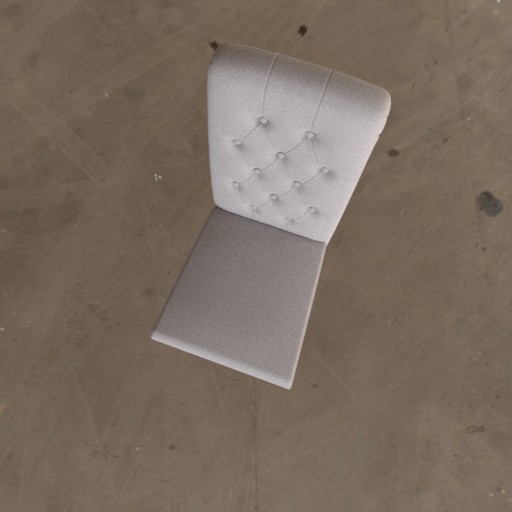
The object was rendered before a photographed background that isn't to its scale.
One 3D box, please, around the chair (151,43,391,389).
[{"bbox_3d":[0.000,0.000,1.351,0.456,1.006,0.671,19,75,5],"label":"chair"}]
